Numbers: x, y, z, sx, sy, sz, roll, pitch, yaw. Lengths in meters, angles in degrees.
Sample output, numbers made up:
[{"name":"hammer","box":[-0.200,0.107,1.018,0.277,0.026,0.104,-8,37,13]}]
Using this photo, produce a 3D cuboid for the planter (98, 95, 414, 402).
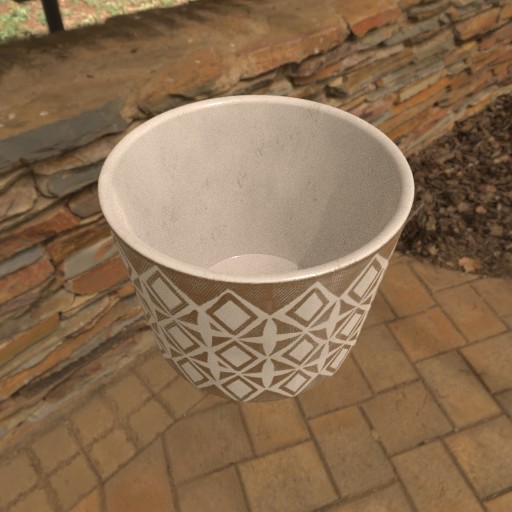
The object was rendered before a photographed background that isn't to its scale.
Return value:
[{"name":"planter","box":[0.000,0.000,0.453,0.260,0.220,0.260,0,46,0]}]
